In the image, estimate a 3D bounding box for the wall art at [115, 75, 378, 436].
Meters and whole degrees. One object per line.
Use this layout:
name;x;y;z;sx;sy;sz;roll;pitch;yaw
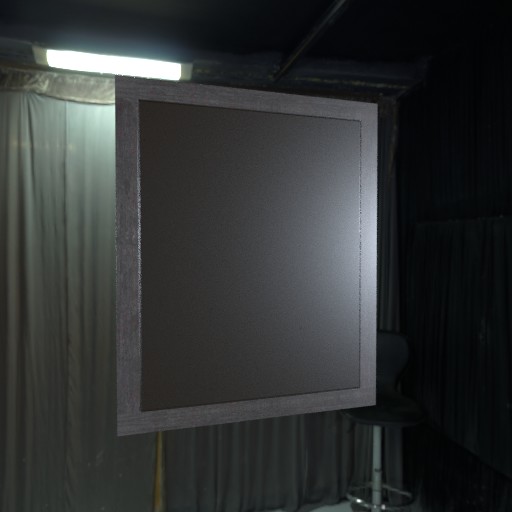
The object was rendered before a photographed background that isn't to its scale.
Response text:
wall art;0.000;0.000;0.795;0.479;0.580;0.027;0;1;-17
